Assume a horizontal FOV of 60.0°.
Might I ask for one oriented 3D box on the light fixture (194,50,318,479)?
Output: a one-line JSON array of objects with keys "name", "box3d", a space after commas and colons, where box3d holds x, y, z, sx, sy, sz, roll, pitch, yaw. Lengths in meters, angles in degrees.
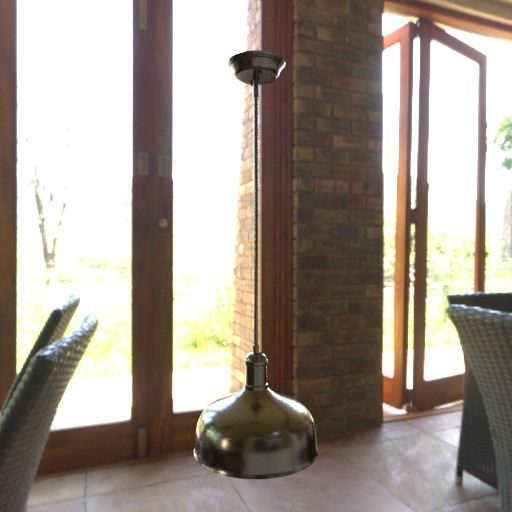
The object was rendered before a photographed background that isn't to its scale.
[{"name": "light fixture", "box3d": [0.000, 0.000, 1.077, 0.299, 0.935, 0.299, 0, 0, -18]}]
